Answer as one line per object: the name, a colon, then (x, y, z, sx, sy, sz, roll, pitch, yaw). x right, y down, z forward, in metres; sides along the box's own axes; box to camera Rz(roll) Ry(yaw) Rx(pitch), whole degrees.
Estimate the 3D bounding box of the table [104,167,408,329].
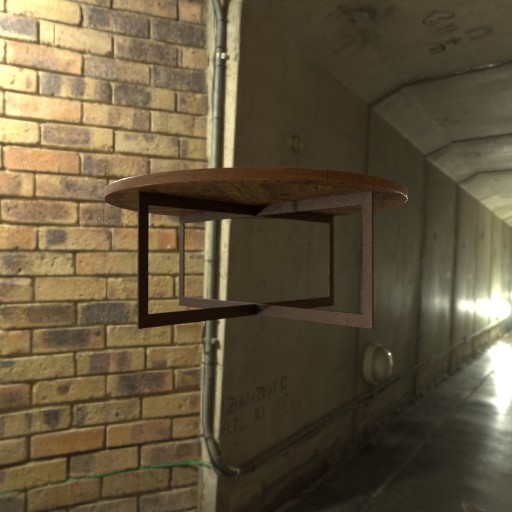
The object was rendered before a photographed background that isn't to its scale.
table: (0.000, 0.000, 1.945, 1.264, 0.516, 1.264, 0, -1, 0)
